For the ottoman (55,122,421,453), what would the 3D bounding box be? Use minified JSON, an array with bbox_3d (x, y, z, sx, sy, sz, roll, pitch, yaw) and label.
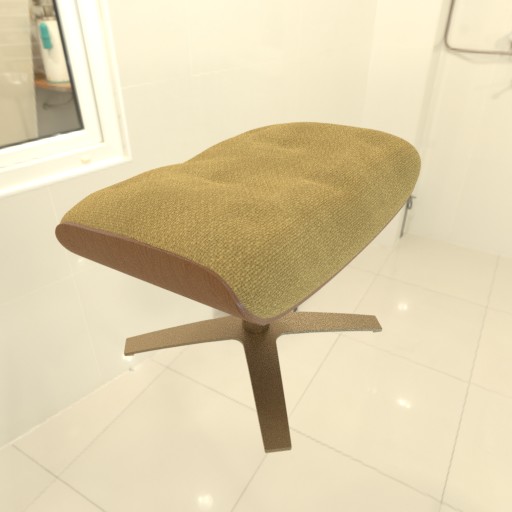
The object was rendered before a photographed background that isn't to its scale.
[{"bbox_3d":[0.000,0.000,0.793,0.394,0.391,0.520,23,39,31],"label":"ottoman"}]
